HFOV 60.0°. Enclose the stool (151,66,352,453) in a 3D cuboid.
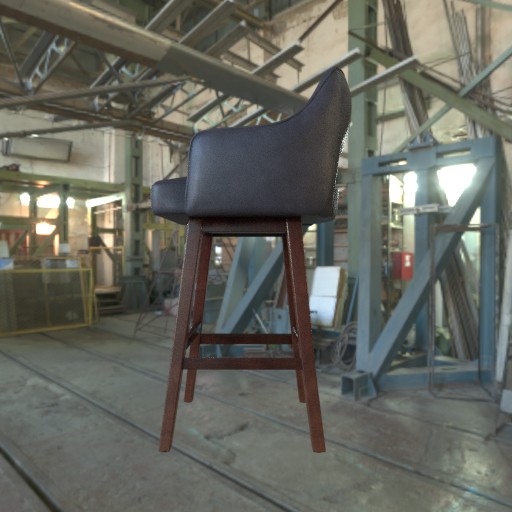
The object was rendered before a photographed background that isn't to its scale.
[{"bbox_3d":[0.000,0.000,1.381,0.560,1.041,0.550,0,0,0],"label":"stool"}]
